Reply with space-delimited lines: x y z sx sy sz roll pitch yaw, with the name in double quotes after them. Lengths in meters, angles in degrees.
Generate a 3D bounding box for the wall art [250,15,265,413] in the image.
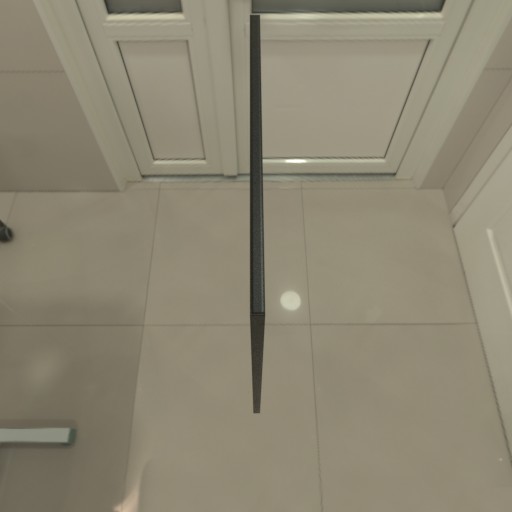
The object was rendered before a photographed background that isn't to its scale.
0.000 0.000 0.851 0.016 0.657 0.480 0 62 0 "wall art"
